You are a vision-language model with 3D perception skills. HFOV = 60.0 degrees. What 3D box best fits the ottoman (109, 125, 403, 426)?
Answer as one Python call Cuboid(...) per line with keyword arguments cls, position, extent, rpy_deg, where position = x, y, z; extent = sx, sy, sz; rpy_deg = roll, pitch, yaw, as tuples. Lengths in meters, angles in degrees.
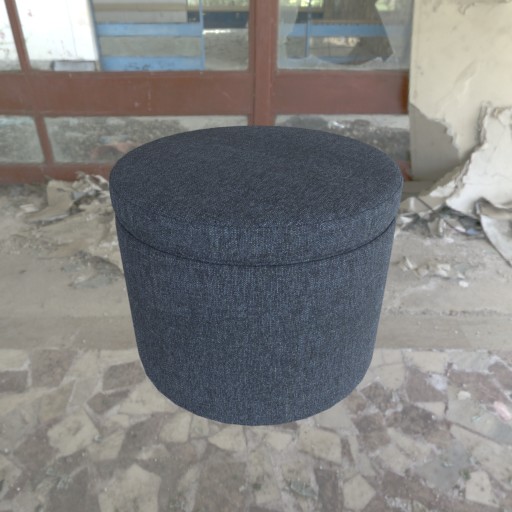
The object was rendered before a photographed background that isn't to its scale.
Cuboid(cls="ottoman", position=(0.000, 0.000, 0.870), extent=(0.500, 0.419, 0.500), rpy_deg=(0, 30, 0))
